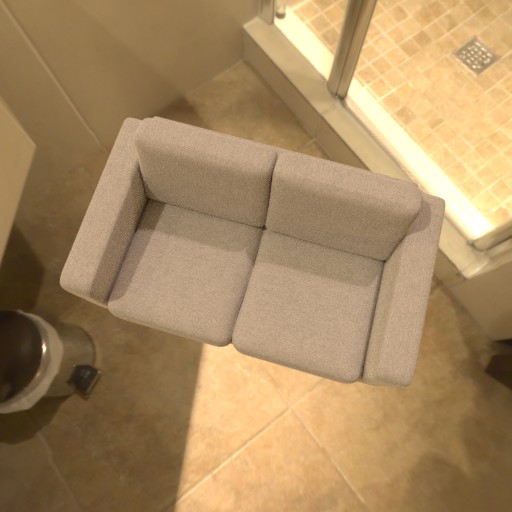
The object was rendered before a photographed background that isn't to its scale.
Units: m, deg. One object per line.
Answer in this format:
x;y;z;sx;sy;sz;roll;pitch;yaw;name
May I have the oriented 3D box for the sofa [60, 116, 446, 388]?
0.000;0.000;2.096;1.540;0.800;0.900;15;75;4;sofa
